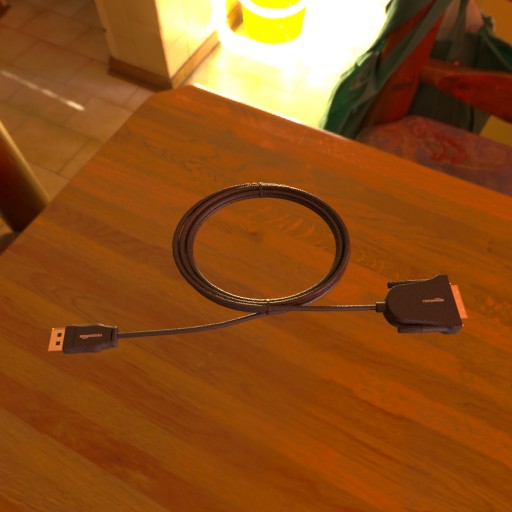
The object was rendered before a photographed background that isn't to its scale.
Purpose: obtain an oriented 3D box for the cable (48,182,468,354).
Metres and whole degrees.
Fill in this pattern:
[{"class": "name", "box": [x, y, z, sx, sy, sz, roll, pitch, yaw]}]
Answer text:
[{"class": "cable", "box": [0.000, 0.000, 0.331, 0.281, 0.015, 0.136, -3, 59, -2]}]
